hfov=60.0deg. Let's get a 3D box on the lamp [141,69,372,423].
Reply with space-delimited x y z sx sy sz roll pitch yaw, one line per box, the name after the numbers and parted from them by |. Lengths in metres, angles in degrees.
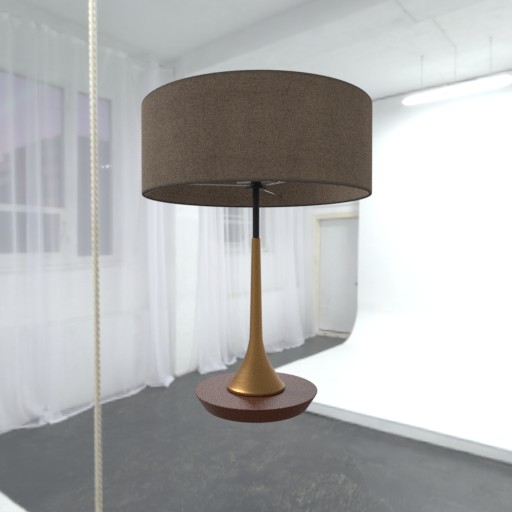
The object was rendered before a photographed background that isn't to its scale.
0.000 0.000 0.825 0.417 0.551 0.396 0 1 18 | lamp
